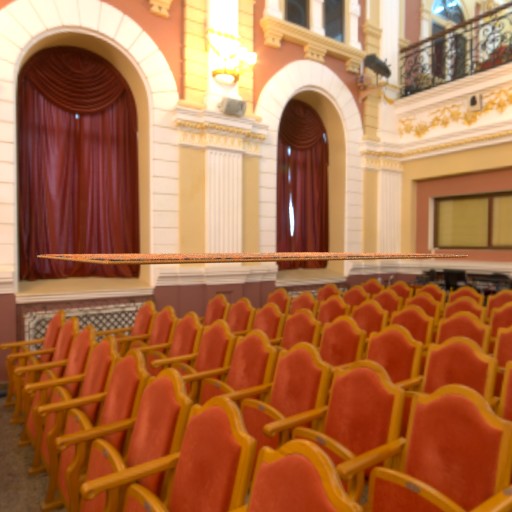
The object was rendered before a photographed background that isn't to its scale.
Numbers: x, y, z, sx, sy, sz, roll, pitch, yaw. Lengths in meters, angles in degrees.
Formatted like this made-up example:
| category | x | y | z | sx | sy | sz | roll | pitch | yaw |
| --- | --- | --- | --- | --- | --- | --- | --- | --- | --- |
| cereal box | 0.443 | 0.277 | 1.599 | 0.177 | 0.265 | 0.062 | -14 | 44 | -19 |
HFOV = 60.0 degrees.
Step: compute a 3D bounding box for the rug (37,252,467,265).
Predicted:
| category | x | y | z | sx | sy | sz | roll | pitch | yaw |
| --- | --- | --- | --- | --- | --- | --- | --- | --- | --- |
| rug | 0.000 | 0.000 | 1.056 | 0.863 | 0.008 | 0.557 | -1 | 1 | -35 |
